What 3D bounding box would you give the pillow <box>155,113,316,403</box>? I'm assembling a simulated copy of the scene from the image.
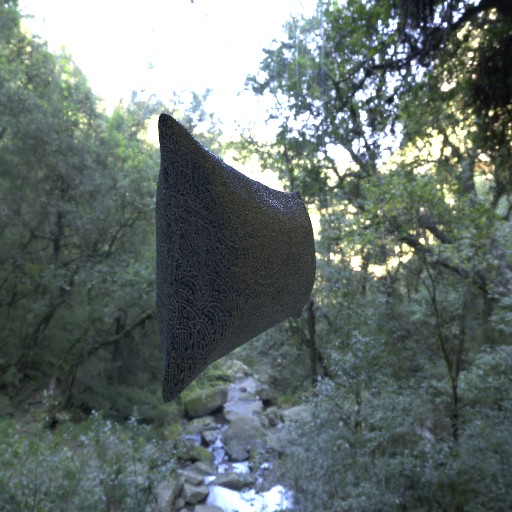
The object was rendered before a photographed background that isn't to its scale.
[{"bbox_3d":[0.000,0.000,0.735,0.151,0.295,0.615,0,1,18],"label":"pillow"}]
